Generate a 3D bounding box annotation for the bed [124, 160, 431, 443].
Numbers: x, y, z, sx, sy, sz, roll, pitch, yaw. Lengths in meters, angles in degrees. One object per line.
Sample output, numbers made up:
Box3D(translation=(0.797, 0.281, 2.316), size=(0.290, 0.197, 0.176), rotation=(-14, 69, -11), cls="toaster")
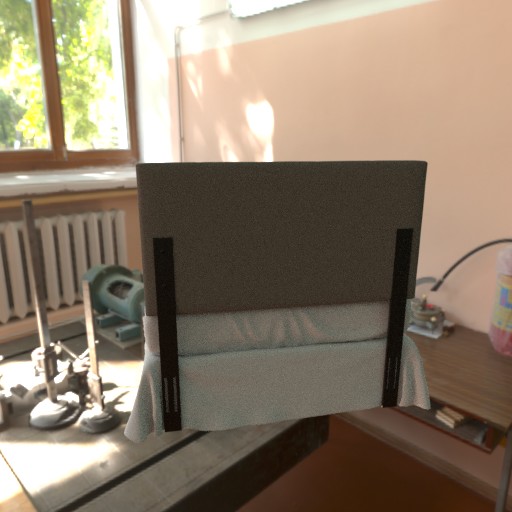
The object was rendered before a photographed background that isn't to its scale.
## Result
Box3D(translation=(0.000, 0.000, 3.546), size=(1.936, 1.577, 2.222), rotation=(-3, 15, -10), cls="bed")
